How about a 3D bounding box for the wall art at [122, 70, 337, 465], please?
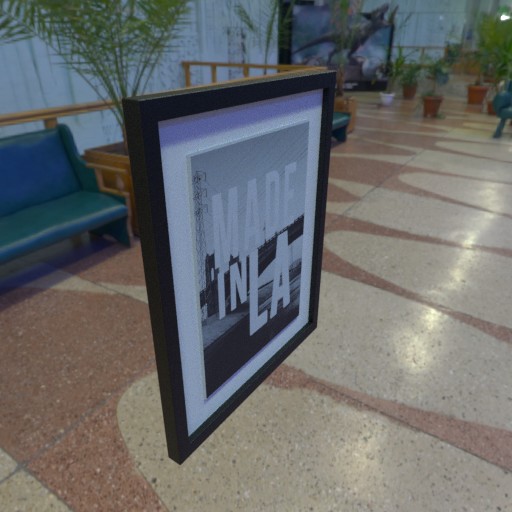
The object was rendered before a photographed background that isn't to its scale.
[{"bbox_3d":[0.000,0.000,0.757,0.028,0.559,0.457,18,32,31],"label":"wall art"}]
